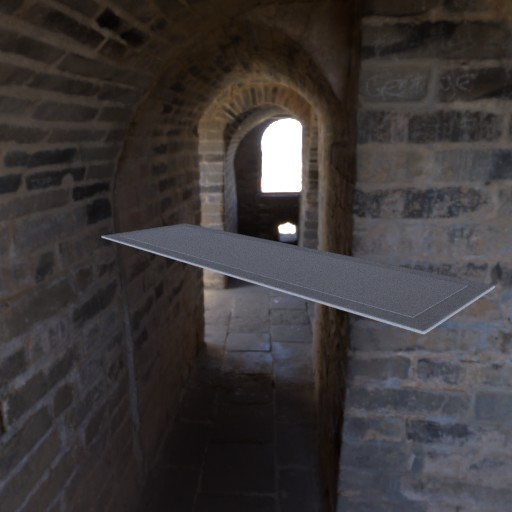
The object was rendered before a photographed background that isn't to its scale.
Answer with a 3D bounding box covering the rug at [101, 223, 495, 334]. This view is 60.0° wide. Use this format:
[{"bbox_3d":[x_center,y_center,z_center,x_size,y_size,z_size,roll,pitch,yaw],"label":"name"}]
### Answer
[{"bbox_3d":[0.000,0.000,2.656,2.430,0.012,0.759,14,19,43],"label":"rug"}]
